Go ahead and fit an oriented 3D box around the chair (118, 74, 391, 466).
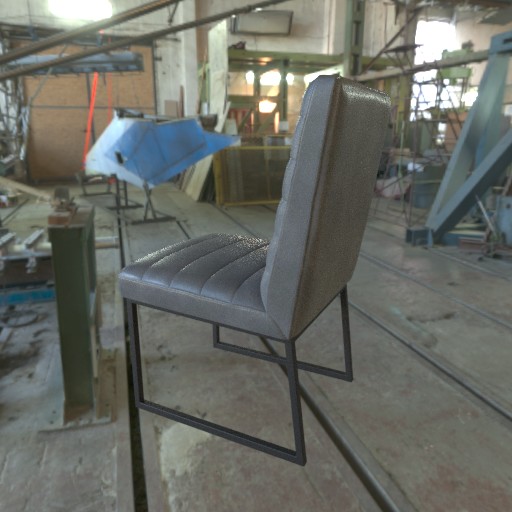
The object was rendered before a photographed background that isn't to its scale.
[{"bbox_3d":[0.000,0.000,1.308,0.634,0.930,0.520,8,17,26],"label":"chair"}]
